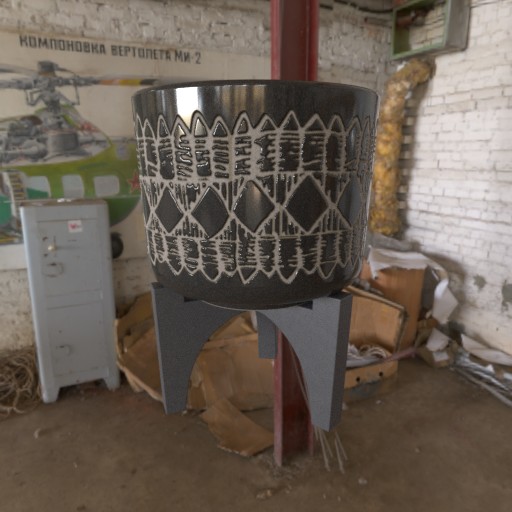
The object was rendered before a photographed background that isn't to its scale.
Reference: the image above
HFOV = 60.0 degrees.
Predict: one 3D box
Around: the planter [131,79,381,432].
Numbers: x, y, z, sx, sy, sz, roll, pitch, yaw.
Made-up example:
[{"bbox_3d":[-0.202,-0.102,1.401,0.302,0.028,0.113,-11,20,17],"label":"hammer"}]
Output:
[{"bbox_3d":[0.000,0.000,0.390,0.196,0.264,0.196,2,14,10],"label":"planter"}]
